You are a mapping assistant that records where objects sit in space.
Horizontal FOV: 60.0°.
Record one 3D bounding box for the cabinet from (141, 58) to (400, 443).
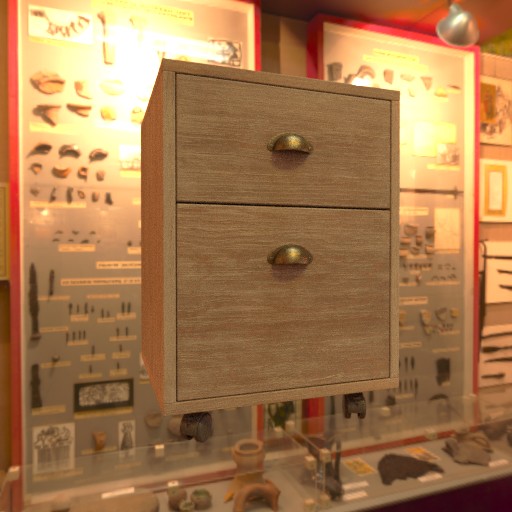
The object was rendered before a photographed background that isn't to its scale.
[{"bbox_3d":[0.000,0.000,0.877,0.409,0.579,0.401,0,1,-19],"label":"cabinet"}]
